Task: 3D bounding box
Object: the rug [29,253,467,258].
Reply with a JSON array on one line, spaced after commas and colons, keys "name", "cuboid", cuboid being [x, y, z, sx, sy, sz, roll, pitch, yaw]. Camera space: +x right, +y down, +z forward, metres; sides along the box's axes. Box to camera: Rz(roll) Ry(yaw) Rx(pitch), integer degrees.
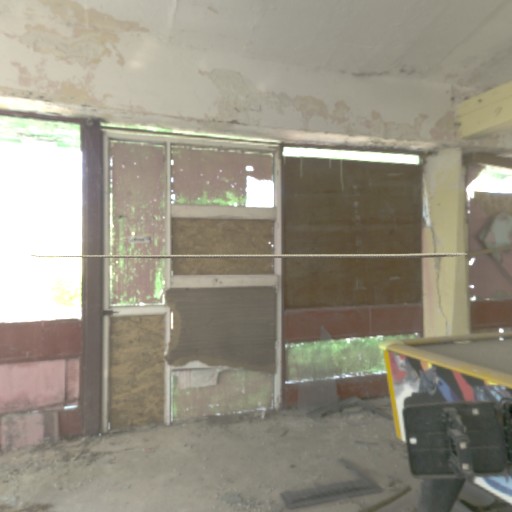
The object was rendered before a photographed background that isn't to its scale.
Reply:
[{"name": "rug", "cuboid": [0.000, 0.000, 2.444, 1.947, 0.023, 1.214, 0, -1, 16]}]
